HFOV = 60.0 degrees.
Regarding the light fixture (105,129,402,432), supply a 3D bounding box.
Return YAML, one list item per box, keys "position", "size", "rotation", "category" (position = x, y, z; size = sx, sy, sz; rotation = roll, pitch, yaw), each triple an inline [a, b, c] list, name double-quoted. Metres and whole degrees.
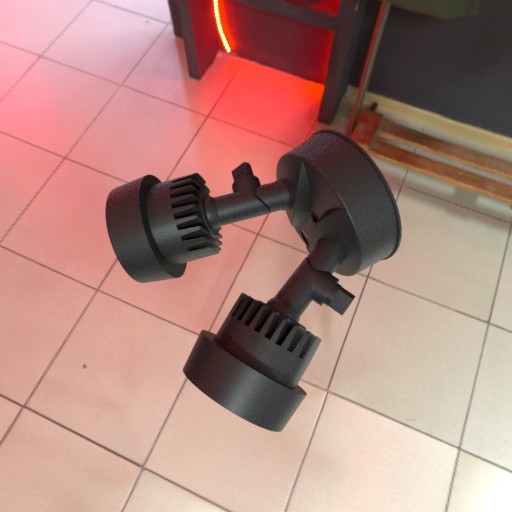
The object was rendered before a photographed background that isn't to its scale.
- position: [0.000, 0.000, 0.319]
  size: [0.168, 0.120, 0.213]
  rotation: [-31, 69, -13]
  category: "light fixture"
